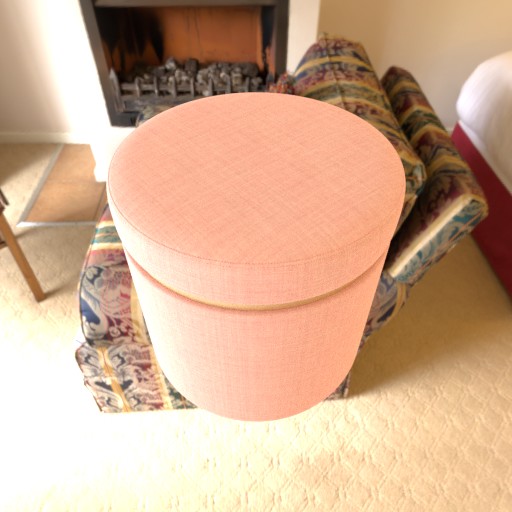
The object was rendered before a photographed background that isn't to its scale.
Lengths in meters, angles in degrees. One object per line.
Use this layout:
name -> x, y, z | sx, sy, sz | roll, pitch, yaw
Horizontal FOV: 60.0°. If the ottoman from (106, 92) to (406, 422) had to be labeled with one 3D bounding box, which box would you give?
ottoman -> 0.000, 0.000, 0.732 | 0.400, 0.406, 0.400 | 0, 46, 0
